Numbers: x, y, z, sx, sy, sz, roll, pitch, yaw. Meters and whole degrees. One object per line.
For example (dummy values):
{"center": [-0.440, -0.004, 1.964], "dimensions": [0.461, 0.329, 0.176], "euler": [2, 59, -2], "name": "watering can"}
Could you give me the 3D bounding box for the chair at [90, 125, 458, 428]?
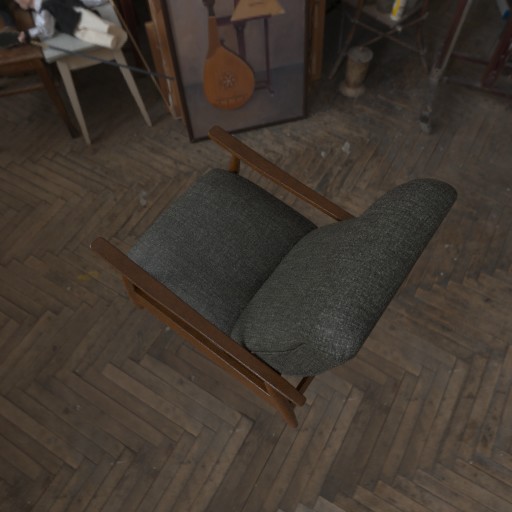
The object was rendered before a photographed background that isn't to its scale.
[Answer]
{"center": [0.000, 0.000, 1.747], "dimensions": [1.014, 1.082, 0.762], "euler": [33, 67, 16], "name": "chair"}
